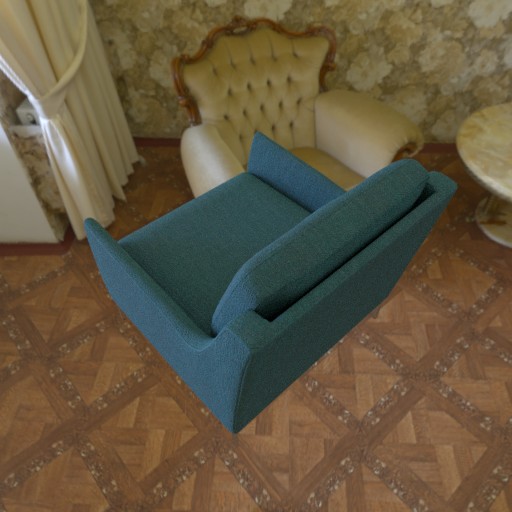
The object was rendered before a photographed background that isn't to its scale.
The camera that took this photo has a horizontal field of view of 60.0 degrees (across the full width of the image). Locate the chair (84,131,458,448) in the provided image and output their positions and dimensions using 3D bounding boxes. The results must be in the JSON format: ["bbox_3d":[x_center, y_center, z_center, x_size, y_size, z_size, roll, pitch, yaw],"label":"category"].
[{"bbox_3d":[0.000,0.000,1.544,0.847,0.828,0.849,-34,56,-28],"label":"chair"}]
